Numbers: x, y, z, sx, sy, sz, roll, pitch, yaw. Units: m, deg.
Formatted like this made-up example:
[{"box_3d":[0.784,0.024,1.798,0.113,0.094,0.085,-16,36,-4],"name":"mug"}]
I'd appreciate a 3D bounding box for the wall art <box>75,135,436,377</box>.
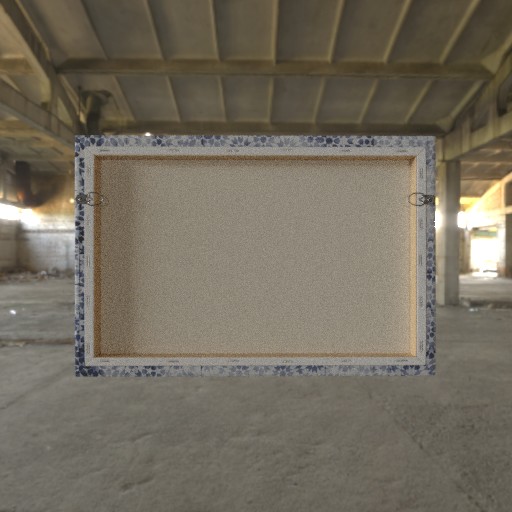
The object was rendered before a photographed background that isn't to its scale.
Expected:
[{"box_3d":[0.000,0.000,0.759,0.608,0.406,0.030,0,0,-1],"name":"wall art"}]
